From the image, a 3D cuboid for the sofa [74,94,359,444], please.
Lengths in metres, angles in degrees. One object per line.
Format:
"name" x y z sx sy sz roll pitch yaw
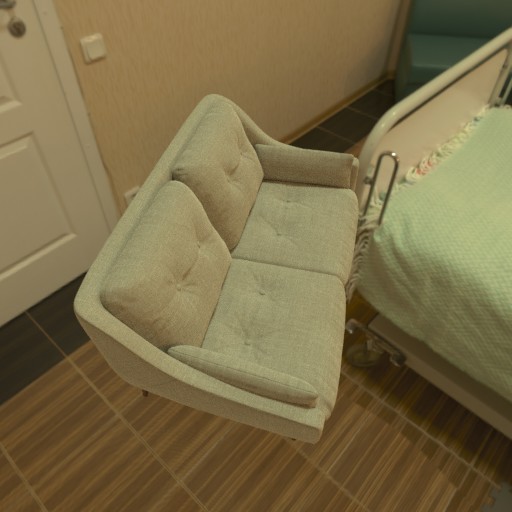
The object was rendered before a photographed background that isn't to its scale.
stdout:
"sofa" 0.000 0.000 2.202 0.965 0.888 1.652 10 48 9
